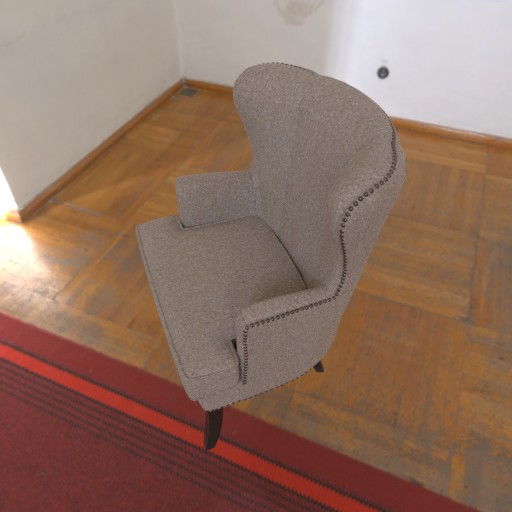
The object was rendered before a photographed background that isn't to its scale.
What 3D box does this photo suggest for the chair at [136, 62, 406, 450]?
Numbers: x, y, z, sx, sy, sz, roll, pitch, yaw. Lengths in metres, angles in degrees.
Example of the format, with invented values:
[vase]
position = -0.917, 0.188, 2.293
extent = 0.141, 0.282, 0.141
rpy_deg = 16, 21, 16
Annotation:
[chair]
position = 0.000, 0.000, 1.577
extent = 0.758, 1.060, 0.759
rpy_deg = -16, 48, -15
